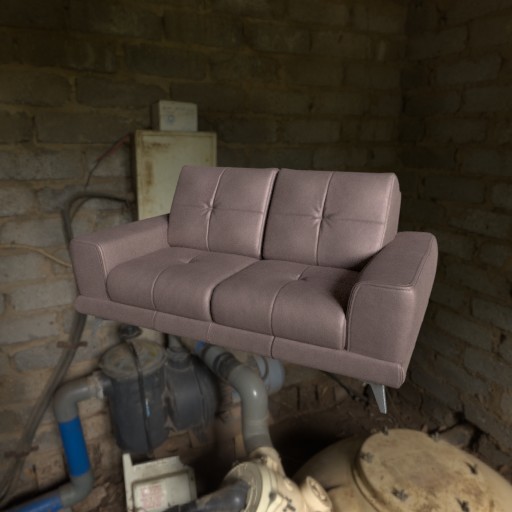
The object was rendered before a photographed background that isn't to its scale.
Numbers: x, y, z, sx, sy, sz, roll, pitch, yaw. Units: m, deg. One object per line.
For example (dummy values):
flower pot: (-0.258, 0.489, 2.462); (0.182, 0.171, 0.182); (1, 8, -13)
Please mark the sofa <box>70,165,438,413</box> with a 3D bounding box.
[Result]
sofa: (0.000, 0.000, 2.433); (1.806, 0.907, 1.018); (8, 17, 25)
